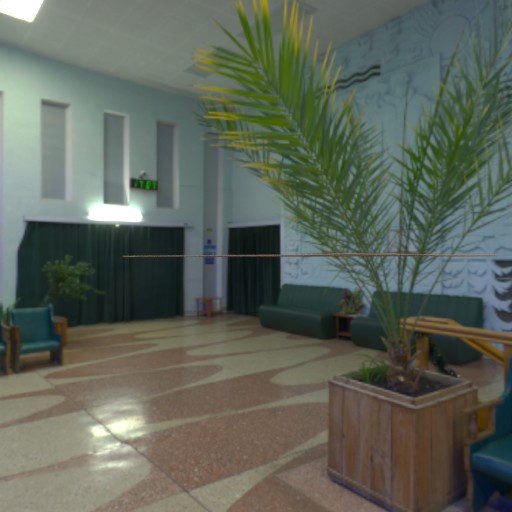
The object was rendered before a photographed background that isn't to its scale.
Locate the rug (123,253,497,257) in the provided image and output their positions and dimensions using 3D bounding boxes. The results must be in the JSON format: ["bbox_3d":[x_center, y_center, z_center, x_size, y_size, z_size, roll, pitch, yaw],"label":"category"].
[{"bbox_3d":[0.000,0.000,2.648,0.799,0.010,2.444,0,0,-35],"label":"rug"}]
